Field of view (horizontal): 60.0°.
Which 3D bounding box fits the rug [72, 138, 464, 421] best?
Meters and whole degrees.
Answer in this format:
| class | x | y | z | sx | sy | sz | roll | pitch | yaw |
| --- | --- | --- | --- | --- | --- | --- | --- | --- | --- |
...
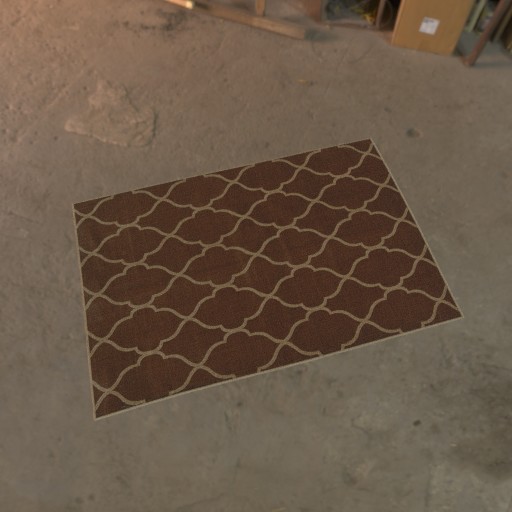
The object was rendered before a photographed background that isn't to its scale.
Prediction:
| class | x | y | z | sx | sy | sz | roll | pitch | yaw |
| --- | --- | --- | --- | --- | --- | --- | --- | --- | --- |
| rug | 0.000 | 0.000 | 2.952 | 2.294 | 0.014 | 1.528 | -14 | 63 | -7 |
